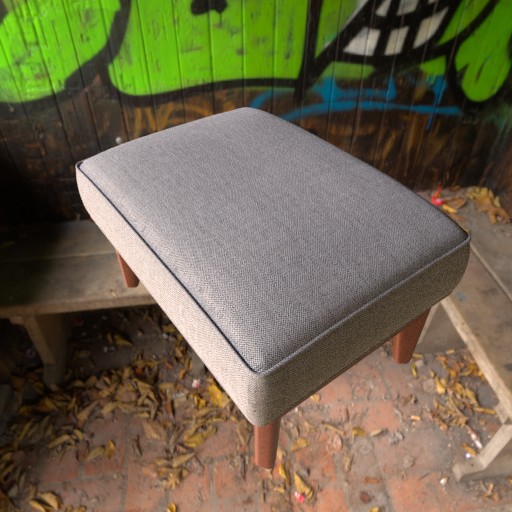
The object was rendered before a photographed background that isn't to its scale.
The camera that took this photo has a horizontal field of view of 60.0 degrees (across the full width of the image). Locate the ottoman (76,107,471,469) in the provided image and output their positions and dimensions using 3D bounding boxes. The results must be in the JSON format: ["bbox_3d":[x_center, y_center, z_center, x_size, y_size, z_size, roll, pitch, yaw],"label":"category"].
[{"bbox_3d":[0.000,0.000,1.058,0.555,0.458,0.750,-26,48,-26],"label":"ottoman"}]
